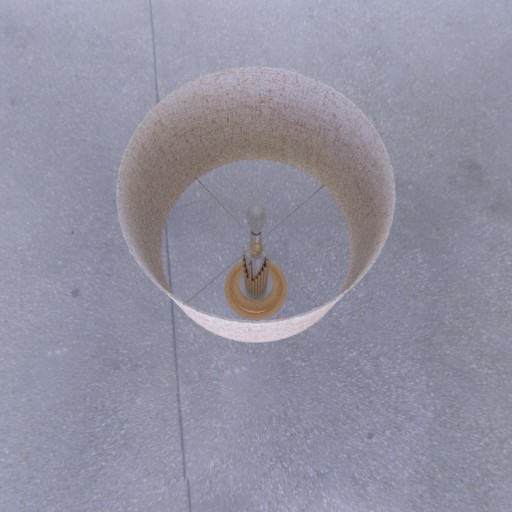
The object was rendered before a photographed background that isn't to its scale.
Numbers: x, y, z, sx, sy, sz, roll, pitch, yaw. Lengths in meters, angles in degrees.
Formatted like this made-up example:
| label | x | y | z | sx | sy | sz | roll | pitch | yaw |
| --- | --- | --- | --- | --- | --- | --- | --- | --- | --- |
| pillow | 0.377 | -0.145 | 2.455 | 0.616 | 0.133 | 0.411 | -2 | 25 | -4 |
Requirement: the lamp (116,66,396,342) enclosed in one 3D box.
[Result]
| label | x | y | z | sx | sy | sz | roll | pitch | yaw |
| --- | --- | --- | --- | --- | --- | --- | --- | --- | --- |
| lamp | 0.000 | 0.000 | 0.804 | 0.321 | 0.610 | 0.321 | 4 | 74 | 1 |
